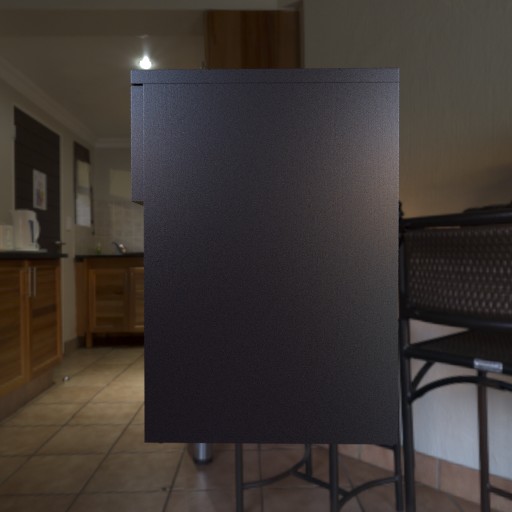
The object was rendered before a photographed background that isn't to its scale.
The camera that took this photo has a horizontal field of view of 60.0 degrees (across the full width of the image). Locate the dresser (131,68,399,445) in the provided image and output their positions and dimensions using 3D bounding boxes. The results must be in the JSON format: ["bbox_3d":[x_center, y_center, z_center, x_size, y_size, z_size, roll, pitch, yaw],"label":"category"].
[{"bbox_3d":[0.000,0.000,0.753,0.360,0.470,0.400,0,1,1],"label":"dresser"}]
